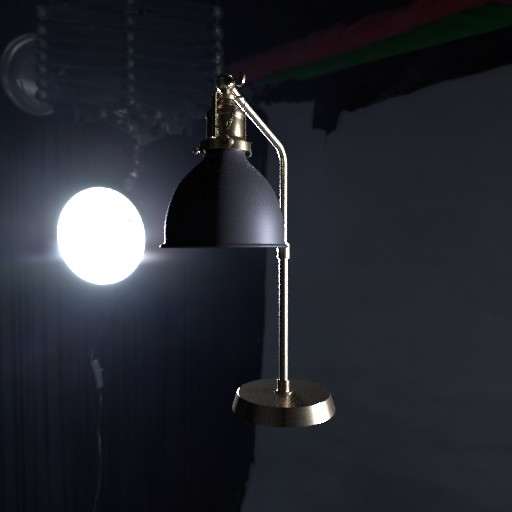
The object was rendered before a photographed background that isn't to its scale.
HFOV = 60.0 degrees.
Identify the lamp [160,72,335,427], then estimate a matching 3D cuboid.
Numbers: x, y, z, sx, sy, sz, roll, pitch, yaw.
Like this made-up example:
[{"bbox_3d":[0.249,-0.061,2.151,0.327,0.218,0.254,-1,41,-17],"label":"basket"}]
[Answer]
[{"bbox_3d":[0.000,0.000,0.609,0.160,0.456,0.291,1,1,36],"label":"lamp"}]
